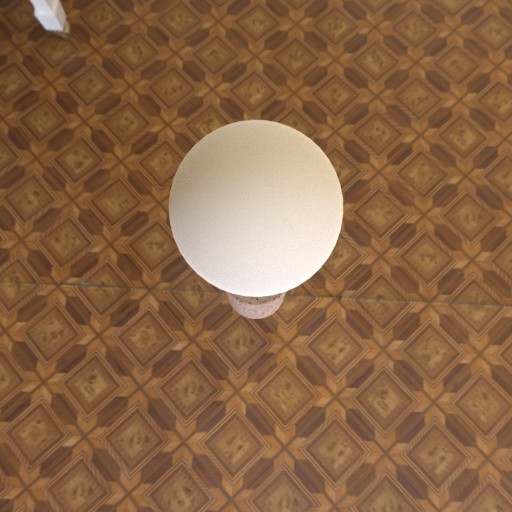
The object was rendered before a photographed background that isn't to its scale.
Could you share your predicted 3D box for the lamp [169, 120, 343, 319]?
[{"bbox_3d":[0.000,0.000,0.554,0.153,0.480,0.153,0,75,0],"label":"lamp"}]
